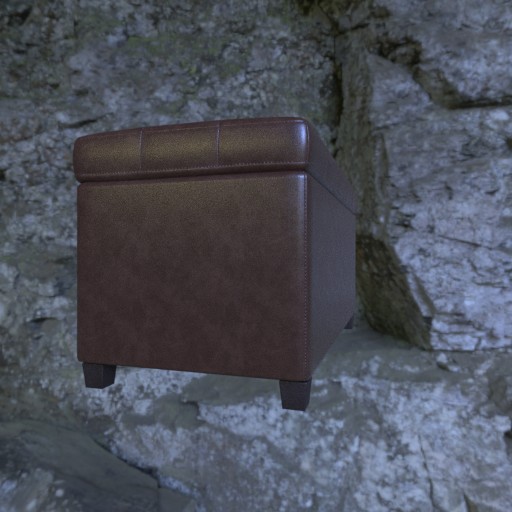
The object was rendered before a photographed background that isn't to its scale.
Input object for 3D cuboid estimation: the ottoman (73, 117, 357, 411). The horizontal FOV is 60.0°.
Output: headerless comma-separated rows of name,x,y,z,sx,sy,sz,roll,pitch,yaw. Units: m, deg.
ottoman,0.000,0.000,1.115,0.432,0.470,0.838,0,1,17
